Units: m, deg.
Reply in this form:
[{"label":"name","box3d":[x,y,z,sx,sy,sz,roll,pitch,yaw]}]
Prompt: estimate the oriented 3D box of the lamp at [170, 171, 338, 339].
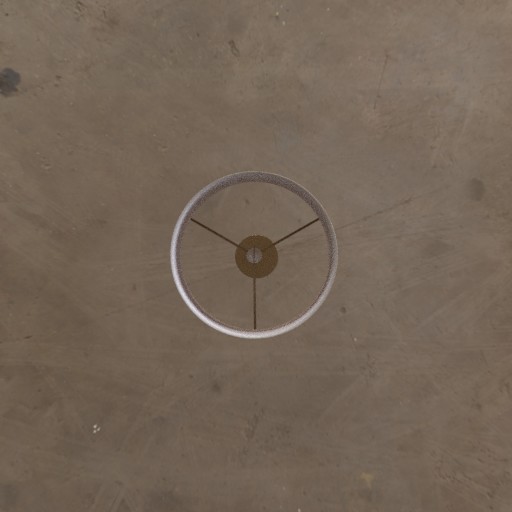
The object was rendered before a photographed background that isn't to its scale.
[{"label":"lamp","box3d":[0.000,0.000,1.697,0.420,1.447,0.420,0,90,0]}]
